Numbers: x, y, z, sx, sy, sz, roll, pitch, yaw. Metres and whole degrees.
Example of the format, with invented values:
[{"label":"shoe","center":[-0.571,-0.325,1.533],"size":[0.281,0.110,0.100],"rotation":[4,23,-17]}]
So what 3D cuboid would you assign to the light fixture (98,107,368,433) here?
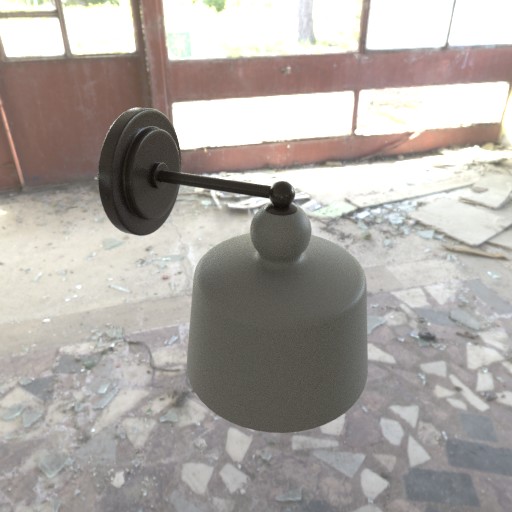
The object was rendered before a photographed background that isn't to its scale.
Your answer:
[{"label":"light fixture","center":[0.000,0.000,0.447],"size":[0.254,0.268,0.204],"rotation":[11,33,18]}]
